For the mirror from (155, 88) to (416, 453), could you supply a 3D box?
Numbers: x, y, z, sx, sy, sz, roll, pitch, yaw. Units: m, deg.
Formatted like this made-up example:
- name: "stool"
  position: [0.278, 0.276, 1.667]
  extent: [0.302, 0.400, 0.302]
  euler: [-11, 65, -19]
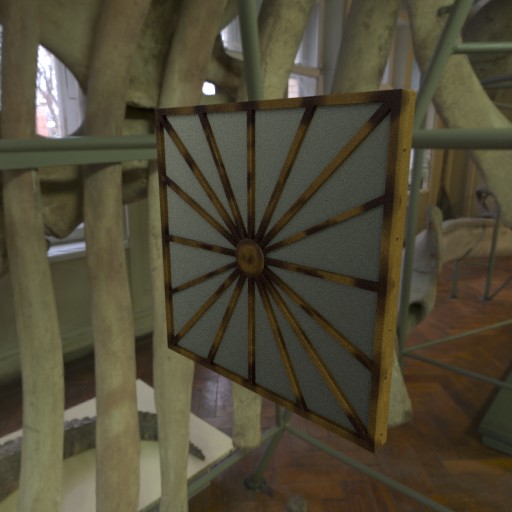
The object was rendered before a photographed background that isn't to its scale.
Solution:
- name: "mirror"
  position: [0.000, 0.000, 0.770]
  extent: [0.509, 0.507, 0.042]
  euler: [13, 20, 41]
